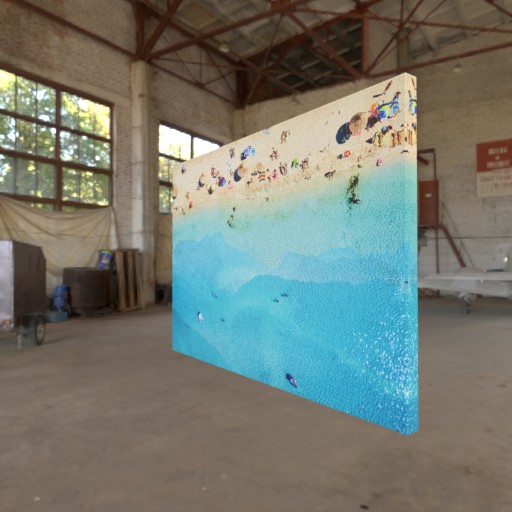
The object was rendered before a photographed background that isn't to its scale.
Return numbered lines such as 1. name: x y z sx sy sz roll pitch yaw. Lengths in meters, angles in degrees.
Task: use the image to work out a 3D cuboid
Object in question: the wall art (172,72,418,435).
1. wall art: 0.000 0.000 1.407 0.040 0.769 1.136 1 -1 -36
